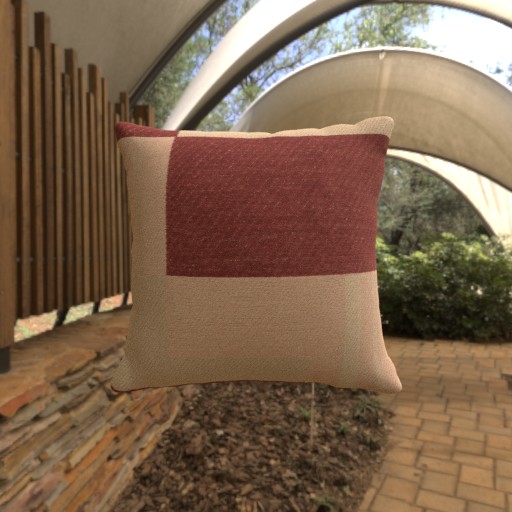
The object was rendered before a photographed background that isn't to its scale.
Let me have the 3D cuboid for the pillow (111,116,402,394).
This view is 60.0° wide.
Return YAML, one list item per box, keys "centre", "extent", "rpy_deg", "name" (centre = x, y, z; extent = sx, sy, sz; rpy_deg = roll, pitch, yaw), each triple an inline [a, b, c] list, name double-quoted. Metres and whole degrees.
- centre: [0.000, 0.000, 0.813]
  extent: [0.536, 0.506, 0.229]
  rpy_deg: [0, 2, 0]
  name: "pillow"
